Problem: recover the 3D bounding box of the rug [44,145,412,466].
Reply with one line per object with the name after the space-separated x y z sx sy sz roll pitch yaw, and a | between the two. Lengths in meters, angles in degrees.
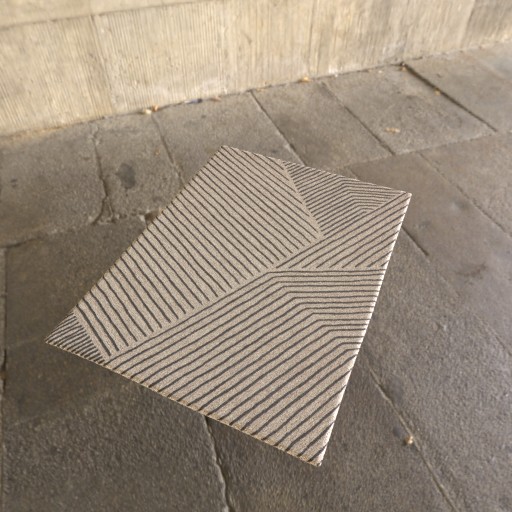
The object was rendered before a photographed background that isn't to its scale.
0.000 0.000 3.287 1.829 0.028 2.449 18 49 17 | rug
